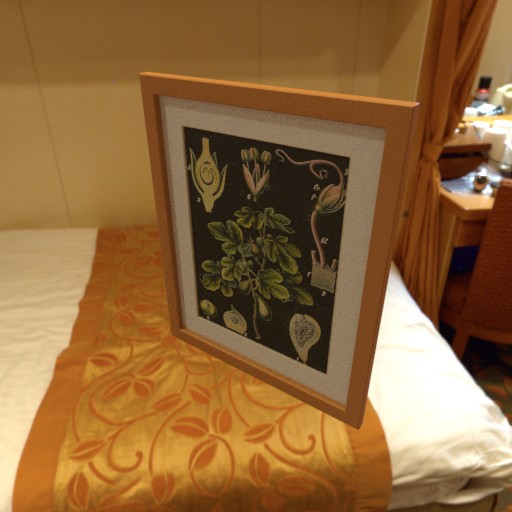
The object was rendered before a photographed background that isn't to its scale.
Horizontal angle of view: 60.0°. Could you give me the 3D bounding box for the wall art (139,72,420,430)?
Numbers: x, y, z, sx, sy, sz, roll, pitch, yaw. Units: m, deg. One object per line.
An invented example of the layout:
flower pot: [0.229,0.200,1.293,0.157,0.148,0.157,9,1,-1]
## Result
wall art: [0.000,0.000,0.521,0.310,0.379,0.015,19,35,29]
